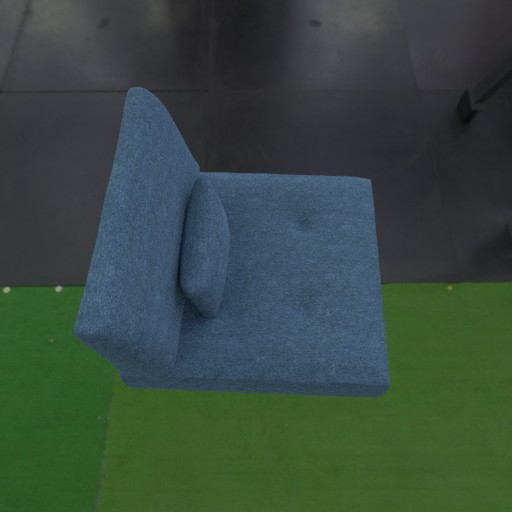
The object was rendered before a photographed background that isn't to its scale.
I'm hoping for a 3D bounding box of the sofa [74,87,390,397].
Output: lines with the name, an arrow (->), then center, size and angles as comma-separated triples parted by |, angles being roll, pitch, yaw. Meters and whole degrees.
sofa -> 0.000, 0.000, 1.699 | 1.000, 0.820, 0.930 | 2, 64, 1
